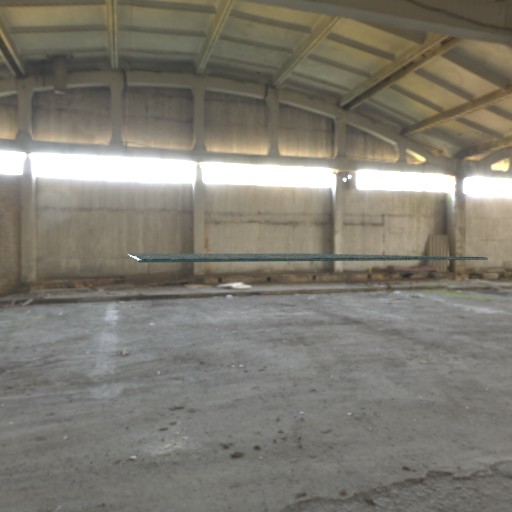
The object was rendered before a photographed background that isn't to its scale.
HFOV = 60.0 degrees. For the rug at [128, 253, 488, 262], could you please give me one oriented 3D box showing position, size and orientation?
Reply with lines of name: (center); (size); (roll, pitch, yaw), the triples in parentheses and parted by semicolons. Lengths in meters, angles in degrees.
rug: (0.000, 0.000, 2.854); (1.554, 0.012, 2.205); (0, 1, -17)
